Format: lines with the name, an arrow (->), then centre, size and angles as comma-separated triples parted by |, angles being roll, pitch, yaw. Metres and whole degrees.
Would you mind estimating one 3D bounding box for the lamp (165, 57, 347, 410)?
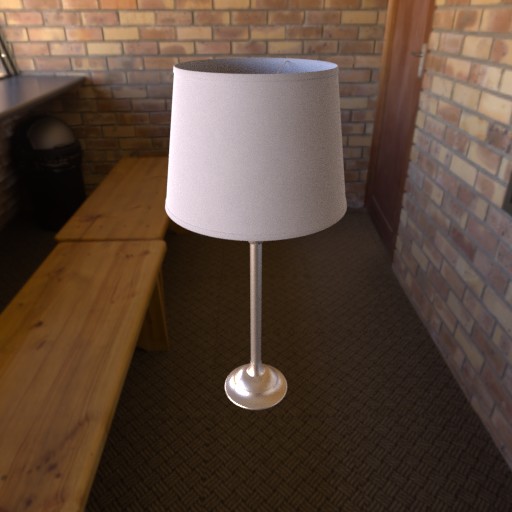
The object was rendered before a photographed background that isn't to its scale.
lamp -> 0.000, 0.000, 0.877 | 0.331, 0.698, 0.331 | 0, 29, 0
